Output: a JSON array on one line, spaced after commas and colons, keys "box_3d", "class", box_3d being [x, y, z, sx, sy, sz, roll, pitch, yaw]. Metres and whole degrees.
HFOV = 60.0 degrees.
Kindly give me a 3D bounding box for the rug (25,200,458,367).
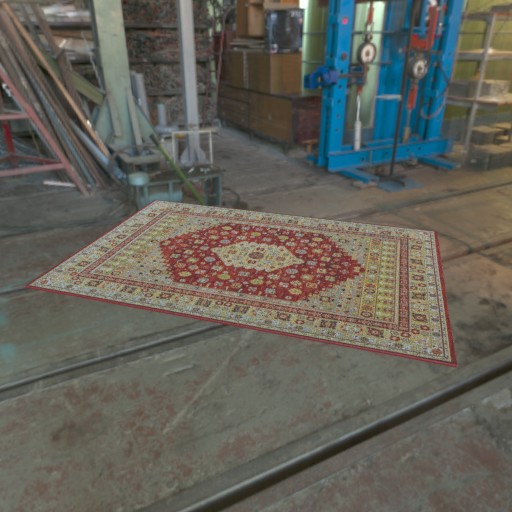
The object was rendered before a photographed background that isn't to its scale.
[{"box_3d": [0.000, 0.000, 2.252, 1.802, 0.013, 1.194, 8, 28, 15], "class": "rug"}]
